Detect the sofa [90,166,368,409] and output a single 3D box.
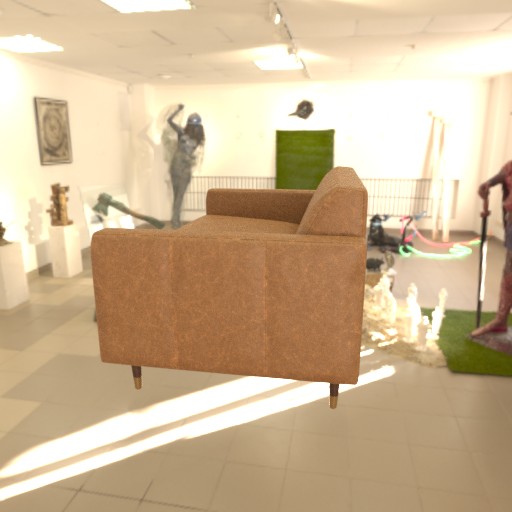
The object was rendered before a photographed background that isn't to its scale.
[{"bbox_3d":[0.000,0.000,2.205,0.960,0.820,1.549,3,15,10],"label":"sofa"}]
